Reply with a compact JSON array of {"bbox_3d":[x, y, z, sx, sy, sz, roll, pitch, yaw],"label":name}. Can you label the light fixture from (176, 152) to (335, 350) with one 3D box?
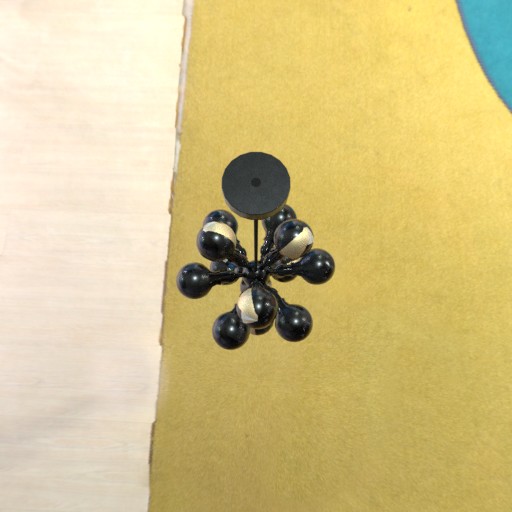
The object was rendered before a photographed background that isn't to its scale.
[{"bbox_3d":[0.000,0.000,1.118,0.420,0.859,0.468,-36,77,-9],"label":"light fixture"}]
